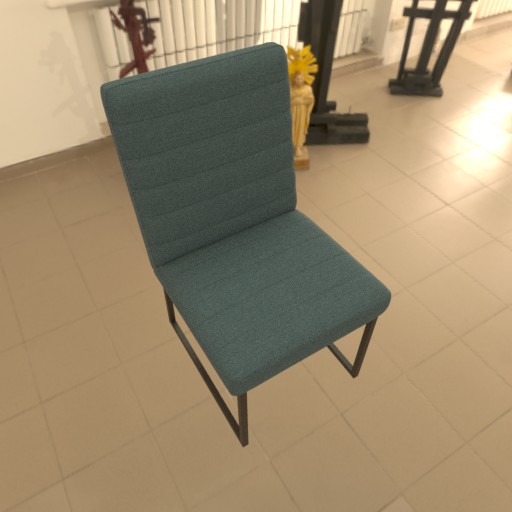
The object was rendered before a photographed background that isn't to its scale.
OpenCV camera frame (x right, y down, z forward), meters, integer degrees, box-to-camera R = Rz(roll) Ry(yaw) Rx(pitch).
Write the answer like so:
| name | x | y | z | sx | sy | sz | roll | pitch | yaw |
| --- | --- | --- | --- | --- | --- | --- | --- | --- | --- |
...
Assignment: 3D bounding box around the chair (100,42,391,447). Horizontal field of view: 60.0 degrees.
| name | x | y | z | sx | sy | sz | roll | pitch | yaw |
| --- | --- | --- | --- | --- | --- | --- | --- | --- | --- |
| chair | 0.000 | 0.000 | 1.290 | 0.520 | 0.930 | 0.634 | -24 | 51 | -21 |
